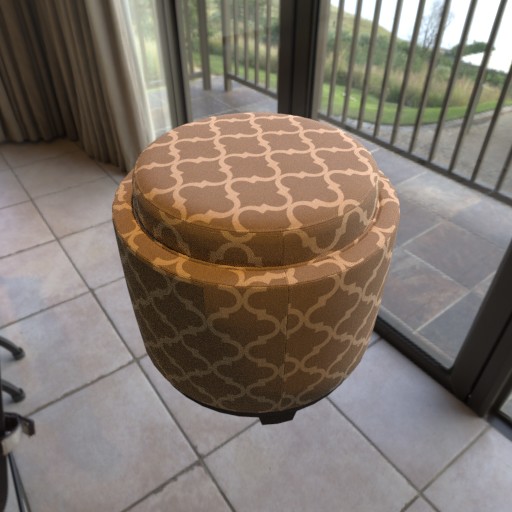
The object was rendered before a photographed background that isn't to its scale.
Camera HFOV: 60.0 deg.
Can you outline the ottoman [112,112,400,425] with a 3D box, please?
[{"bbox_3d":[0.000,0.000,0.837,0.480,0.429,0.480,0,40,0],"label":"ottoman"}]
